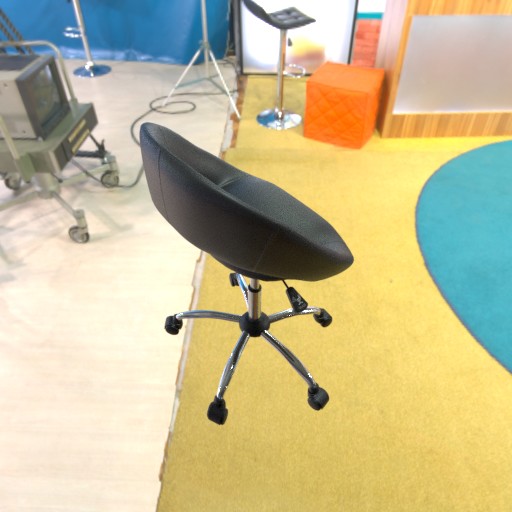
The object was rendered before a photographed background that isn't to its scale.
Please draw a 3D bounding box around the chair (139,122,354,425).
[{"bbox_3d":[0.000,0.000,1.201,0.538,0.791,0.612,-26,48,-26],"label":"chair"}]
